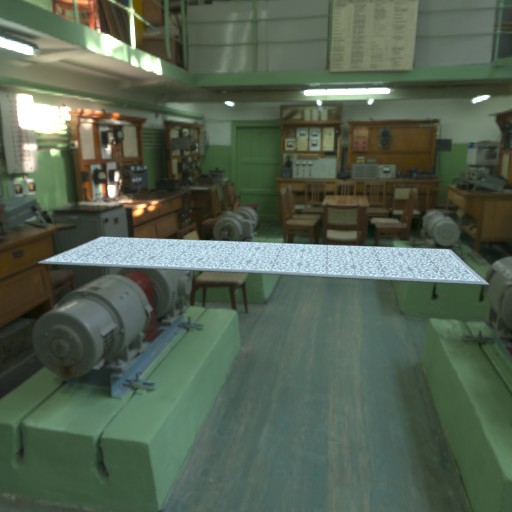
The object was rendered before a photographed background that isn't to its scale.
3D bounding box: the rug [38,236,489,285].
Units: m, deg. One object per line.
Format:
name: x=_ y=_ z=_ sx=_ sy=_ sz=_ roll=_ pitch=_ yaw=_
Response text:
rug: x=0.000 y=0.000 z=2.444 sx=2.196 sy=0.011 sz=0.662 roll=2 pitch=15 yaw=9
